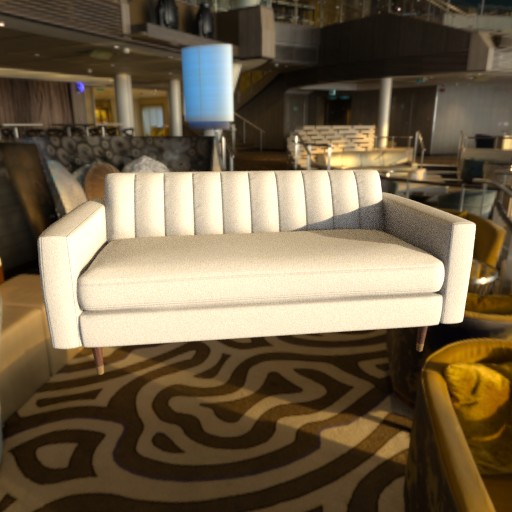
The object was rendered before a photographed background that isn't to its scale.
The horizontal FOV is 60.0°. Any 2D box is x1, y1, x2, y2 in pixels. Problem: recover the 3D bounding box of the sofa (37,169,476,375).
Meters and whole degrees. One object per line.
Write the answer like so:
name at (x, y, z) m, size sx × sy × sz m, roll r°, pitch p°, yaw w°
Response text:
sofa at (0.000, 0.000, 2.352) m, size 1.895 × 0.814 × 0.969 m, roll -2°, pitch 17°, yaw -8°
